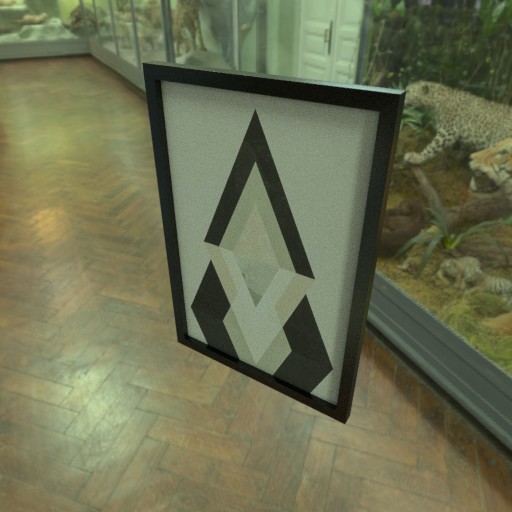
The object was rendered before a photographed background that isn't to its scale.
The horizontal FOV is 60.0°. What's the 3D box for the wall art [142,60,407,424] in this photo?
[{"bbox_3d":[0.000,0.000,0.591,0.314,0.455,0.019,19,37,27],"label":"wall art"}]
